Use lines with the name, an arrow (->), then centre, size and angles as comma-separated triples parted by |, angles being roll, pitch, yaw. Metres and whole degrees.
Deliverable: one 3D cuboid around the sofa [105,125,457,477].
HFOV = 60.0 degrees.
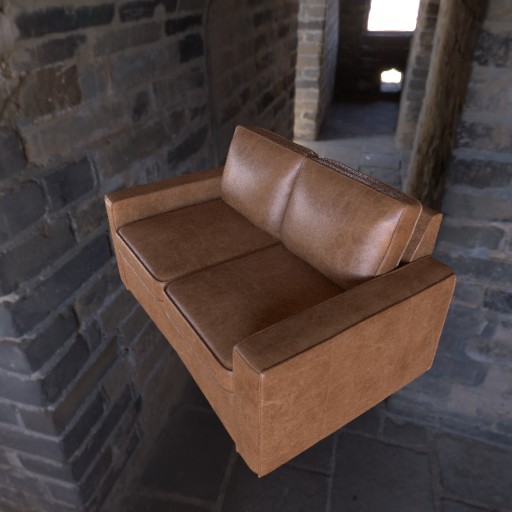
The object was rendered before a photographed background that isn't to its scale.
sofa -> 0.000, 0.000, 2.147 | 1.020, 0.896, 1.532 | -20, 38, -27
